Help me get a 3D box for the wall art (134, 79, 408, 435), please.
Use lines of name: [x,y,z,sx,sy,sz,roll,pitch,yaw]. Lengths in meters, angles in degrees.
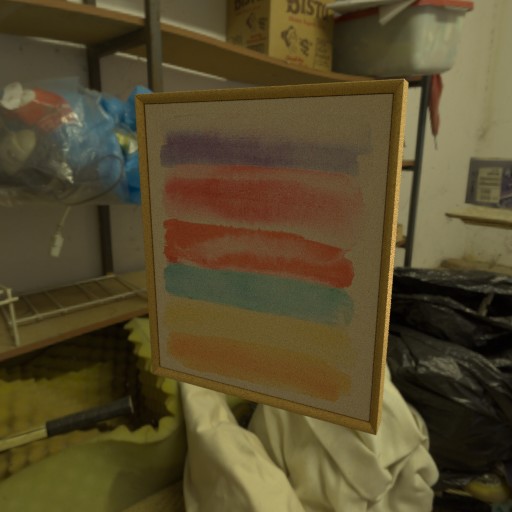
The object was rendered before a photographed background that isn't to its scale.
wall art: [0.000,0.000,0.905,0.537,0.642,0.048,7,16,25]
